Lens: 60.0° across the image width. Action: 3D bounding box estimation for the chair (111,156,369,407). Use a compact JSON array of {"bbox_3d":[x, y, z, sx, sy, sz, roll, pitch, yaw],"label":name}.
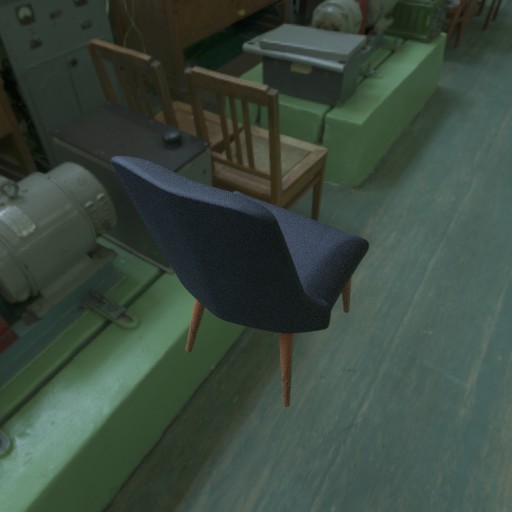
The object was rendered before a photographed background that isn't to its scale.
[{"bbox_3d":[0.000,0.000,1.196,0.504,0.820,0.567,23,50,21],"label":"chair"}]
